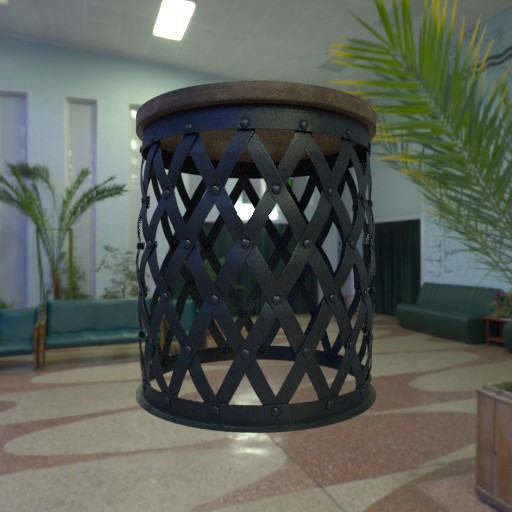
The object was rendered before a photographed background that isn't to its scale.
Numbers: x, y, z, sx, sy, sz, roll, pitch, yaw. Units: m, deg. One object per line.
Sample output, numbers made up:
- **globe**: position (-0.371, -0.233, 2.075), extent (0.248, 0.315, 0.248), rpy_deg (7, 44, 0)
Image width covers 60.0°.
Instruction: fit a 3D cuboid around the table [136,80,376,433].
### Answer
- **table**: position (0.000, 0.000, 0.772), extent (0.405, 0.454, 0.405), rpy_deg (0, 0, 0)
